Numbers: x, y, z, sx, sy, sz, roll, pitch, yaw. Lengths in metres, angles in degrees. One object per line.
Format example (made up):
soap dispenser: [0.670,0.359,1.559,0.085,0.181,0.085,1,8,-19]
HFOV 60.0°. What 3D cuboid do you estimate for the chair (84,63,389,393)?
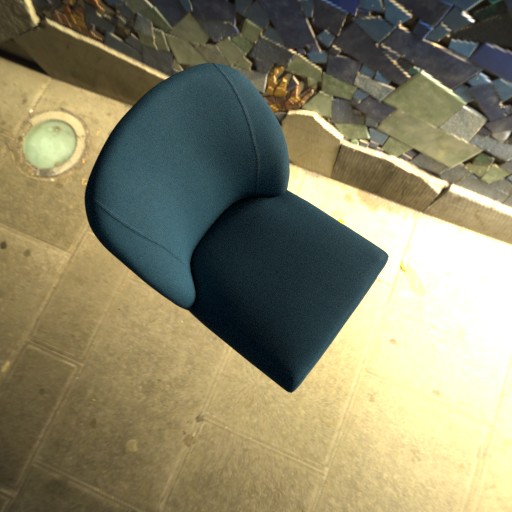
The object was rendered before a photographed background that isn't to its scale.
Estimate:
chair: [0.000,0.000,1.253,0.620,0.879,0.507,37,77,10]
